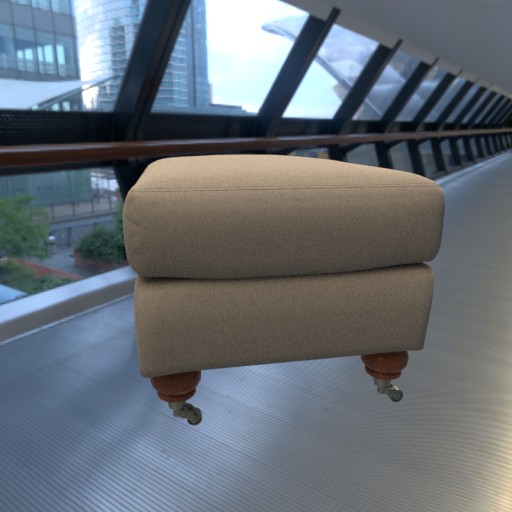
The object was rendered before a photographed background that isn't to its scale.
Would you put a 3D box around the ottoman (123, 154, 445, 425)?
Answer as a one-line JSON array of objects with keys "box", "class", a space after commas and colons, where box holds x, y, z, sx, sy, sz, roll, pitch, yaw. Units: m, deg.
[{"box": [0.000, 0.000, 1.128, 0.574, 0.497, 0.773, -3, 15, -10], "class": "ottoman"}]
